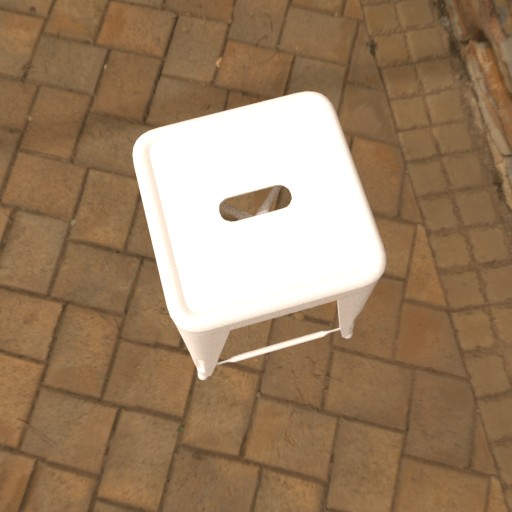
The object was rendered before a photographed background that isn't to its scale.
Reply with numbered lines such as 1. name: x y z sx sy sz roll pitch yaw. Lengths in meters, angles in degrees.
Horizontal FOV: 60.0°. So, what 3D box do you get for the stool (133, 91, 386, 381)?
1. stool: 0.000 0.000 0.862 0.406 0.610 0.406 -15 77 -4
